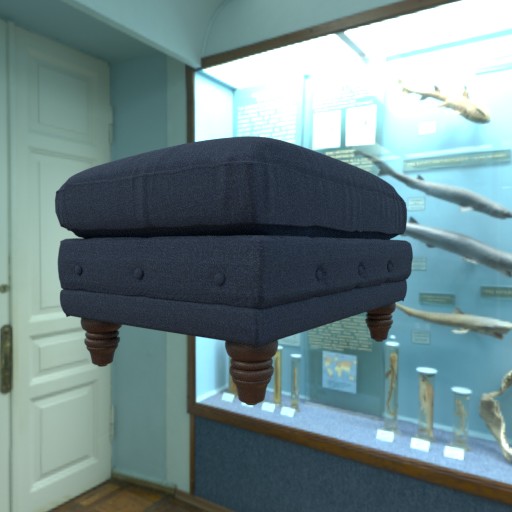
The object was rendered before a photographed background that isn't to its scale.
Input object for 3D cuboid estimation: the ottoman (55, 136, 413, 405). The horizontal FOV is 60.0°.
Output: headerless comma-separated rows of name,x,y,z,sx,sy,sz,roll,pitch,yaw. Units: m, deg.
ottoman,0.000,0.000,1.111,0.558,0.486,0.767,1,2,35
